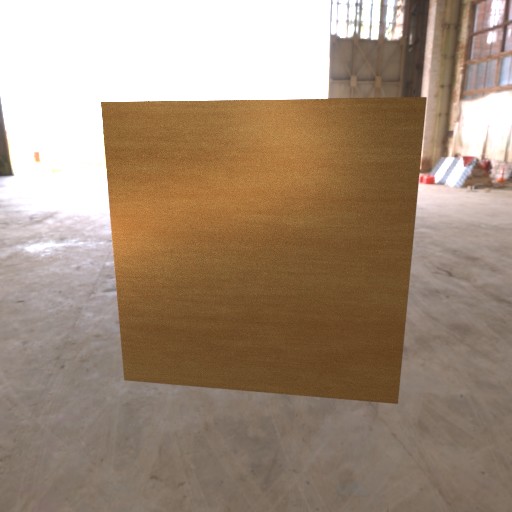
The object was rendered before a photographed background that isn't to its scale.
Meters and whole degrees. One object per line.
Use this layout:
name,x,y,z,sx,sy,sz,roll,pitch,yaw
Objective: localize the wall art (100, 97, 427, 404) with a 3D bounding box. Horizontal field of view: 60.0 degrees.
wall art,0.000,0.000,0.454,0.302,0.302,0.019,2,15,9
